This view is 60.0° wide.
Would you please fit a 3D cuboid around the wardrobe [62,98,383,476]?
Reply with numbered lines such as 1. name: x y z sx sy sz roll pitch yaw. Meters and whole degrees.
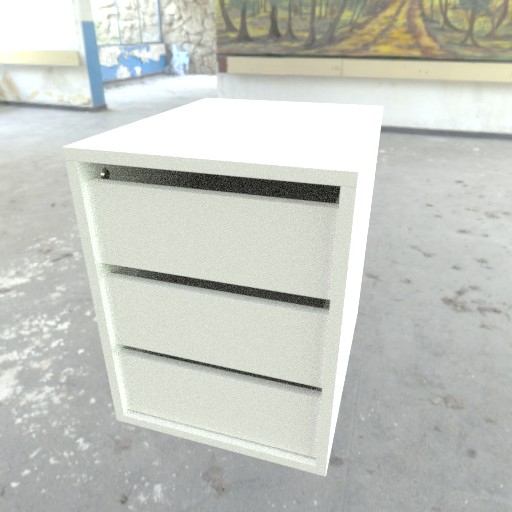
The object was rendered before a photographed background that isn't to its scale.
1. wardrobe: 0.000 0.000 0.884 0.400 0.520 0.500 8 28 15
